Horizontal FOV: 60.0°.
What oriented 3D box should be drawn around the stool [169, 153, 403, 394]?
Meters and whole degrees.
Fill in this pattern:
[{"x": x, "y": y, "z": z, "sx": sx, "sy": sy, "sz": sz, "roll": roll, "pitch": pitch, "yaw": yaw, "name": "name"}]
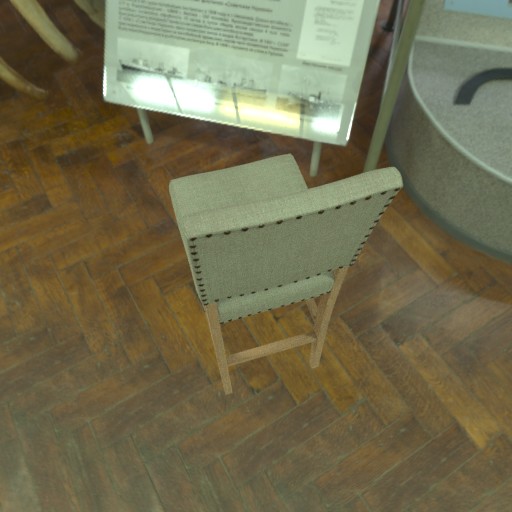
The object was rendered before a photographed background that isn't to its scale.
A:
[{"x": 0.000, "y": 0.000, "z": 1.467, "sx": 0.445, "sy": 1.203, "sz": 0.585, "roll": -14, "pitch": 59, "yaw": -9, "name": "stool"}]
